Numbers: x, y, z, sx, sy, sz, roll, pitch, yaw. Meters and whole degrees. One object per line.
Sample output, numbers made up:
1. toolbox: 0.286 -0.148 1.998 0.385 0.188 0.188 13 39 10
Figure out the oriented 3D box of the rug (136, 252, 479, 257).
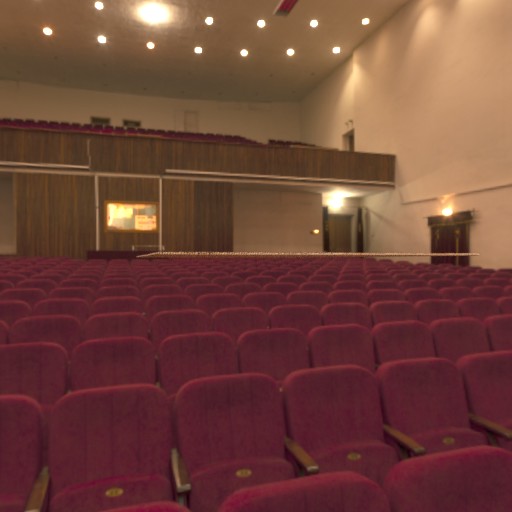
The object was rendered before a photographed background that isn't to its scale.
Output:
1. rug: 0.000 0.000 3.086 1.533 0.011 2.439 0 0 -17
